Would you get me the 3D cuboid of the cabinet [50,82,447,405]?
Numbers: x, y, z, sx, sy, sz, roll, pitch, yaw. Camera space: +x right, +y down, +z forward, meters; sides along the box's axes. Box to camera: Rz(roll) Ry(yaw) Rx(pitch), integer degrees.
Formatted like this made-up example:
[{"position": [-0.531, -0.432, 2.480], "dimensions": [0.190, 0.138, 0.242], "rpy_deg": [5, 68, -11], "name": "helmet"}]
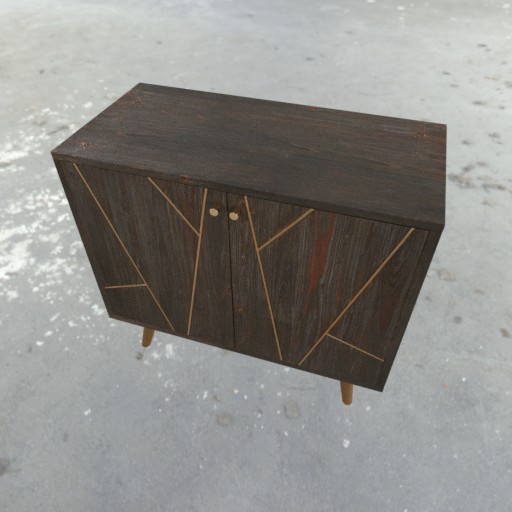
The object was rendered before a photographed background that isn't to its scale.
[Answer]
[{"position": [0.000, 0.000, 1.555], "dimensions": [1.023, 0.897, 0.529], "rpy_deg": [12, 45, 13], "name": "cabinet"}]
